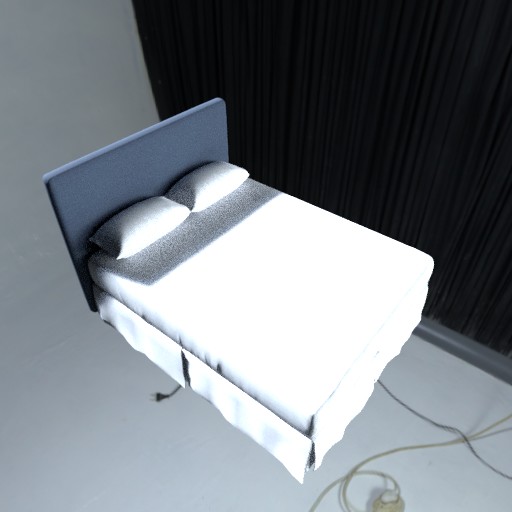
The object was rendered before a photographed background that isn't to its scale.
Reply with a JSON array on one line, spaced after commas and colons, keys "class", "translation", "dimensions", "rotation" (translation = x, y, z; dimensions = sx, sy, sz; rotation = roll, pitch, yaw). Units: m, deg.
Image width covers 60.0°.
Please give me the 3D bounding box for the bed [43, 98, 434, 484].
[{"class": "bed", "translation": [0.000, 0.000, 3.183], "dimensions": [2.162, 1.330, 1.713], "rotation": [28, 48, 28]}]
